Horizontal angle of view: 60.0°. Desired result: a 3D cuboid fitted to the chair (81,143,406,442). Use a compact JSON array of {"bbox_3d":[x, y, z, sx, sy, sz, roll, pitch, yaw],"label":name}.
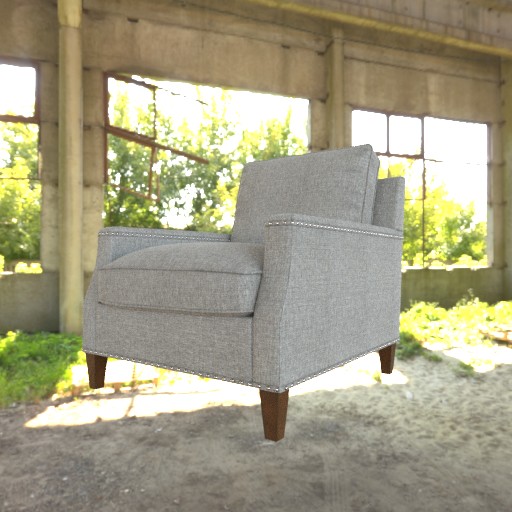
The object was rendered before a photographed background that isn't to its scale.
[{"bbox_3d":[0.000,0.000,1.716,0.853,0.943,1.014,0,-1,36],"label":"chair"}]
